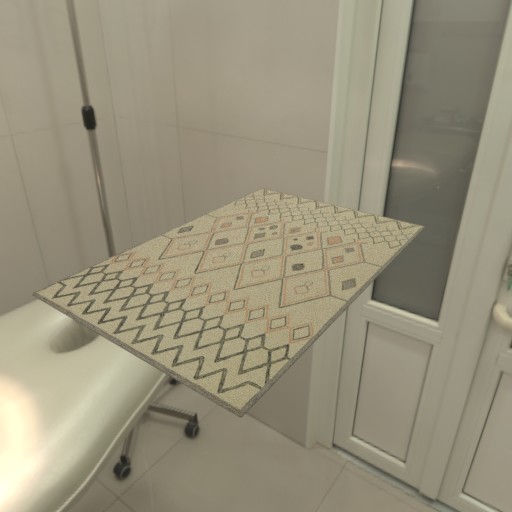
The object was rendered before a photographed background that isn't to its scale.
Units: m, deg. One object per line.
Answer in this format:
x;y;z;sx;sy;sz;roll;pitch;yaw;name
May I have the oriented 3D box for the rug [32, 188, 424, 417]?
0.000;0.000;2.373;1.219;0.016;1.829;19;33;31;rug
